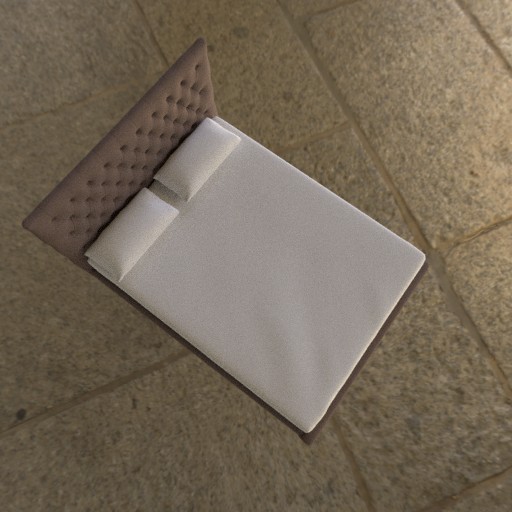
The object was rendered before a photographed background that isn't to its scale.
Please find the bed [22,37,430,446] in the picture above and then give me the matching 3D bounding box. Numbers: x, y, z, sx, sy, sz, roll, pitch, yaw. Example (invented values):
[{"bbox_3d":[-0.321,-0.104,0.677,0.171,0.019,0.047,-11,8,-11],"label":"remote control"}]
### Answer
[{"bbox_3d":[0.000,0.000,3.263,2.233,1.426,1.696,36,77,10],"label":"bed"}]
